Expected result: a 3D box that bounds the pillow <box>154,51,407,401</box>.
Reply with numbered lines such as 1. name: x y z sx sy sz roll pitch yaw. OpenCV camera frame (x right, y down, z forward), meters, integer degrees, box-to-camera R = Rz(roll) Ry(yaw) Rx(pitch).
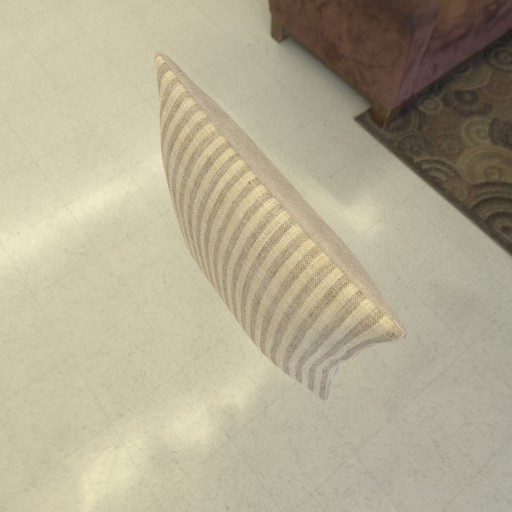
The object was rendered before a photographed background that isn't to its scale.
1. pillow: 0.000 0.000 0.780 0.166 0.510 0.523 -33 69 -14
